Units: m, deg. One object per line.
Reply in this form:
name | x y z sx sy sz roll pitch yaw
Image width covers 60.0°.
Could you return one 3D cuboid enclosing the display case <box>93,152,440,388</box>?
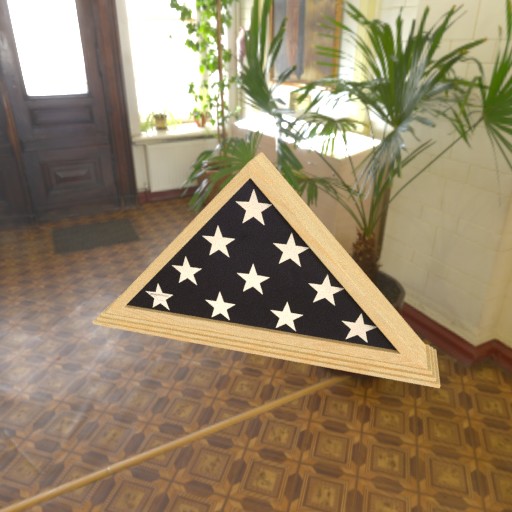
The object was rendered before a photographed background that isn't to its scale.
display case | 0.000 0.000 0.757 0.640 0.340 0.095 7 27 15
